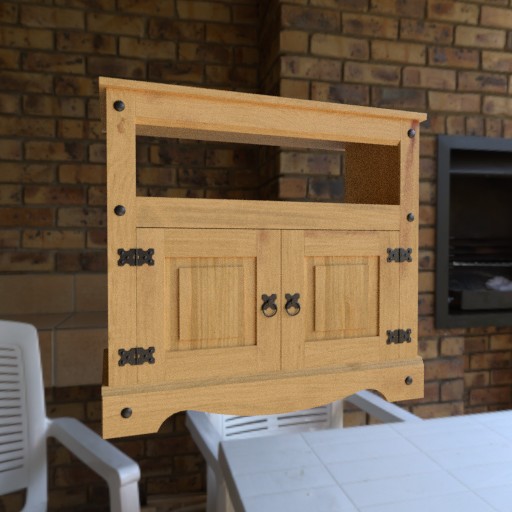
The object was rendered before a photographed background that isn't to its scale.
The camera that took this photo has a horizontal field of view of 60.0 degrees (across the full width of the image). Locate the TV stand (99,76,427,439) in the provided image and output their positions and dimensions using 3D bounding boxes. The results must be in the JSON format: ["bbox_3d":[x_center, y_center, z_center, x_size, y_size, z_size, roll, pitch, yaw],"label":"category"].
[{"bbox_3d":[0.000,0.000,1.294,0.851,0.787,0.430,0,1,-18],"label":"TV stand"}]
